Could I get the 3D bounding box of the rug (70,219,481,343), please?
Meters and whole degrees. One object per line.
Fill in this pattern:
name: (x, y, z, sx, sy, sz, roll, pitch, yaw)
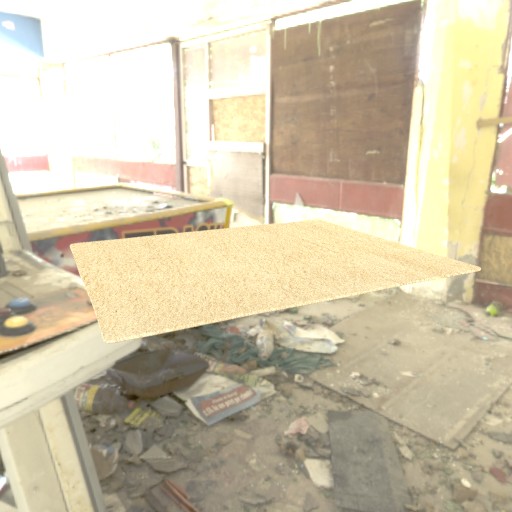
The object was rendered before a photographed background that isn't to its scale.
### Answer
rug: (0.000, 0.000, 4.056, 3.001, 0.025, 2.401, -8, 17, -25)
